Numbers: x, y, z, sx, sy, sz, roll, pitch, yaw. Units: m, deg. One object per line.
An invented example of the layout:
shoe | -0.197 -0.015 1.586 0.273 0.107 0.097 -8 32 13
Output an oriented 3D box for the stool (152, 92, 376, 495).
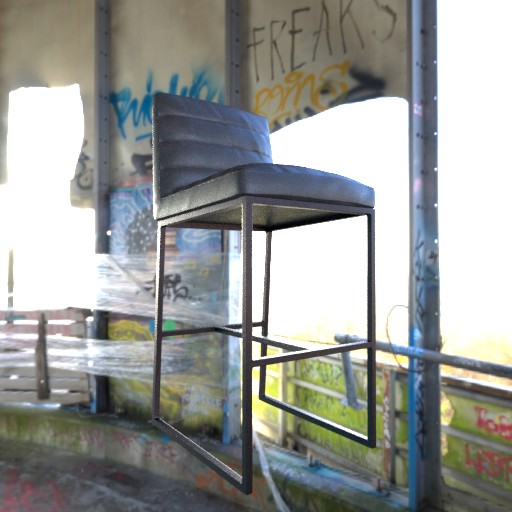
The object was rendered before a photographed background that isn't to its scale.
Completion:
stool | 0.000 0.000 1.330 0.463 1.065 0.562 1 -1 -35
